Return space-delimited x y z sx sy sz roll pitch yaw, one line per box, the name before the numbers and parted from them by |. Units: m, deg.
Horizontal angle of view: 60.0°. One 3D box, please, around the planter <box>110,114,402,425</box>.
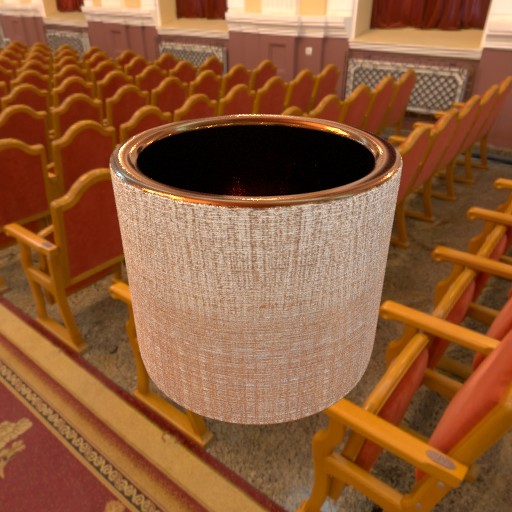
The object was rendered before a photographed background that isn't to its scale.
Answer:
planter | 0.000 0.000 0.313 0.177 0.157 0.177 0 31 0
